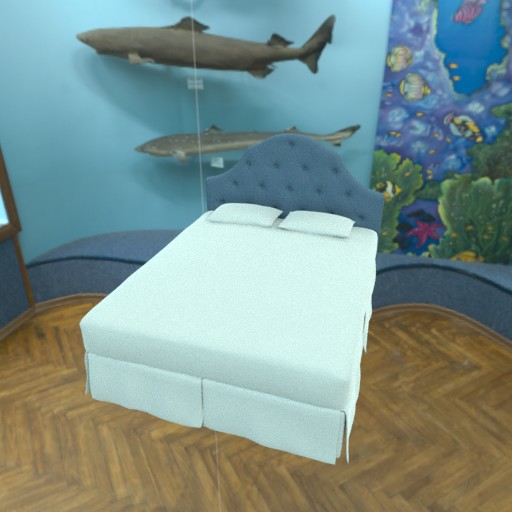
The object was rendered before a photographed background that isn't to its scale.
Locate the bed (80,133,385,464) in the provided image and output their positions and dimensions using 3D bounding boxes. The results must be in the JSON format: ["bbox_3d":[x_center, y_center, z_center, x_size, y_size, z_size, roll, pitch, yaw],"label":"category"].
[{"bbox_3d":[0.000,0.000,3.828,2.039,1.617,2.477,8,28,16],"label":"bed"}]
